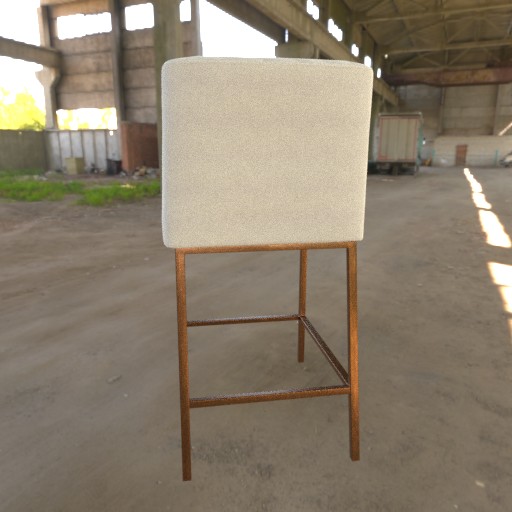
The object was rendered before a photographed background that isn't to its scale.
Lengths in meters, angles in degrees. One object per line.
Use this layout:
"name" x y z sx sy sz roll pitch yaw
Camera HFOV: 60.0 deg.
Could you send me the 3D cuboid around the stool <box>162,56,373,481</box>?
"stool" 0.000 0.000 1.275 0.507 0.973 0.576 -2 14 -9
